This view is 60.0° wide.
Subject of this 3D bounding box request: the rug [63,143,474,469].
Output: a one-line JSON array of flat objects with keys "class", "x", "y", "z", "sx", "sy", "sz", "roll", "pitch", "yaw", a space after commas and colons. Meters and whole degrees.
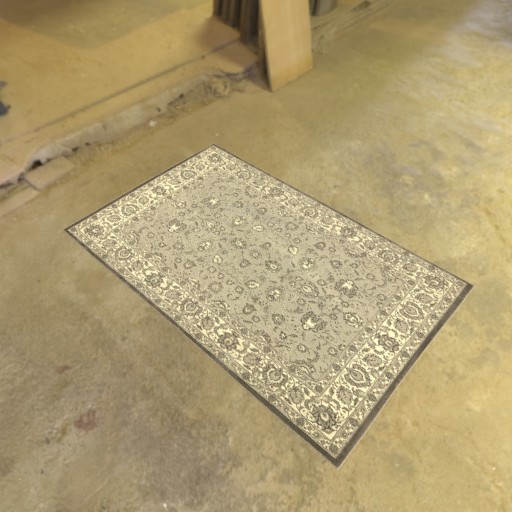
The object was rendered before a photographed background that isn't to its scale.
[{"class": "rug", "x": 0.000, "y": 0.000, "z": 3.039, "sx": 2.438, "sy": 0.011, "sz": 1.524, "roll": 34, "pitch": 56, "yaw": 27}]
